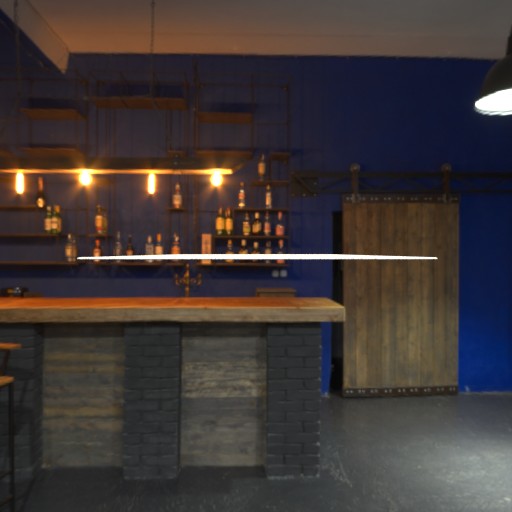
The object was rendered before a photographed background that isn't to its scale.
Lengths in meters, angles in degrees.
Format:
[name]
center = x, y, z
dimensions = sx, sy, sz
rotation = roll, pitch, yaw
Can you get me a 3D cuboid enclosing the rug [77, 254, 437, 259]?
[rug]
center = 0.000, 0.000, 3.081
dimensions = 1.529, 0.009, 2.446
rotation = 0, 0, 0
